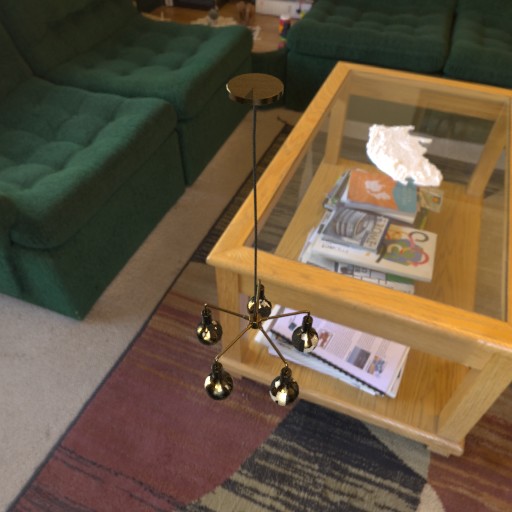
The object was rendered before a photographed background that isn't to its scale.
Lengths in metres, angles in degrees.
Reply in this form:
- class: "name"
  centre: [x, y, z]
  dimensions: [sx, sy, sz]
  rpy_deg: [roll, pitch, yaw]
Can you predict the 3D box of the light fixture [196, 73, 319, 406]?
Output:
- class: "light fixture"
  centre: [0.000, 0.000, 1.227]
  dimensions: [0.438, 0.988, 0.421]
  rpy_deg: [3, 46, 3]
